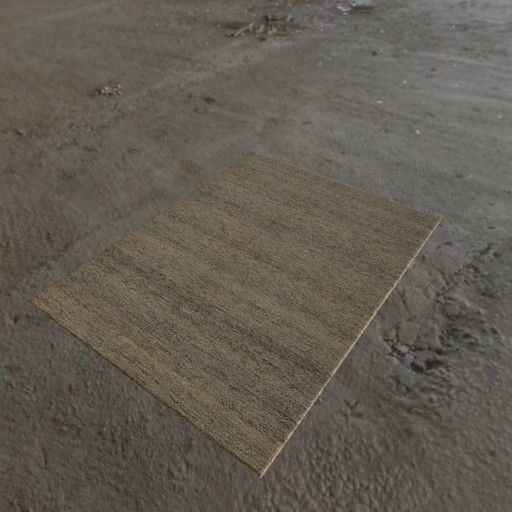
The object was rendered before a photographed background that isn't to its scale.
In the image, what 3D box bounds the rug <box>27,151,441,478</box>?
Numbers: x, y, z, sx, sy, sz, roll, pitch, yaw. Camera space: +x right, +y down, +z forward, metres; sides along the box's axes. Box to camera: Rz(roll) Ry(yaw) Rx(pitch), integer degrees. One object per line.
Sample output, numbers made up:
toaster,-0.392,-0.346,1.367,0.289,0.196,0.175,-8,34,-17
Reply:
rug,0.000,0.000,4.147,2.414,0.036,3.199,26,48,26
